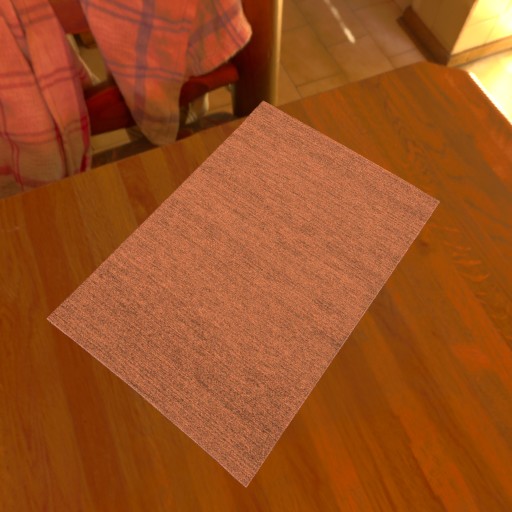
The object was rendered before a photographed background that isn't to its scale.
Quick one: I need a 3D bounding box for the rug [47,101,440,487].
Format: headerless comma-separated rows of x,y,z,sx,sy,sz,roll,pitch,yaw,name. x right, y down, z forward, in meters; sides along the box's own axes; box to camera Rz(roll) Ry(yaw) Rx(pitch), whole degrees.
0.000,0.000,3.040,1.616,0.030,2.338,34,69,15,rug
